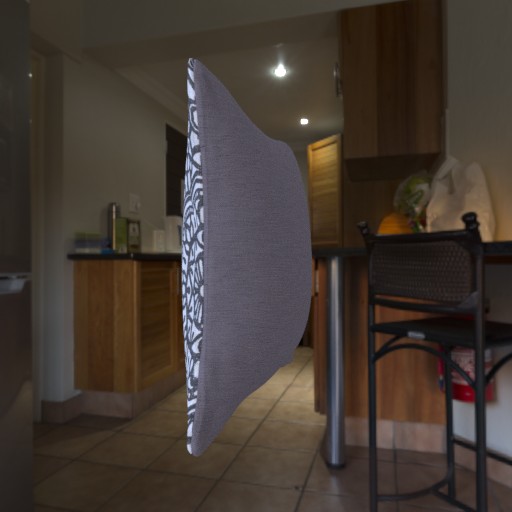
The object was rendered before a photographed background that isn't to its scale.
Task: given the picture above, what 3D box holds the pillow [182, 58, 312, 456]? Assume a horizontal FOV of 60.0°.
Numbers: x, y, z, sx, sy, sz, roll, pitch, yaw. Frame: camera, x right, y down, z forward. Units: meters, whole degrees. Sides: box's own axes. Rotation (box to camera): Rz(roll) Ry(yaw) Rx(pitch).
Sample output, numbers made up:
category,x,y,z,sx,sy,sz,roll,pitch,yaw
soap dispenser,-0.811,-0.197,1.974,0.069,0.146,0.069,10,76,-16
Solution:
category,x,y,z,sx,sy,sz,roll,pitch,yaw
pillow,0.000,0.000,0.660,0.148,0.417,0.436,0,0,18
